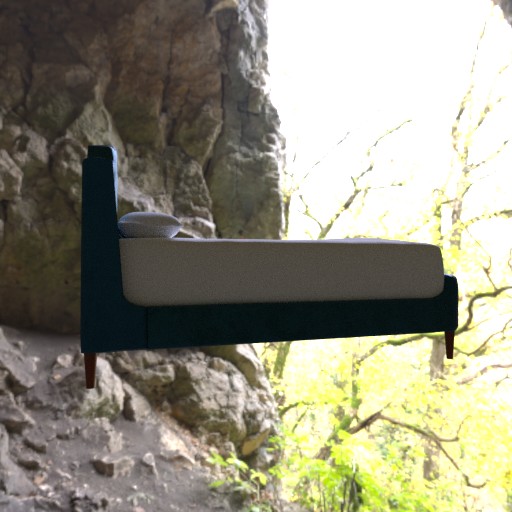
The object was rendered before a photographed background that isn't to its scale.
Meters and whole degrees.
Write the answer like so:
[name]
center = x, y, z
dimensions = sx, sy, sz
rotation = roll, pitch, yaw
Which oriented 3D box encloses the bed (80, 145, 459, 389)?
[bed]
center = 0.000, 0.000, 3.312
dimensions = 2.322, 1.338, 1.678
rotation = 0, 0, -17
